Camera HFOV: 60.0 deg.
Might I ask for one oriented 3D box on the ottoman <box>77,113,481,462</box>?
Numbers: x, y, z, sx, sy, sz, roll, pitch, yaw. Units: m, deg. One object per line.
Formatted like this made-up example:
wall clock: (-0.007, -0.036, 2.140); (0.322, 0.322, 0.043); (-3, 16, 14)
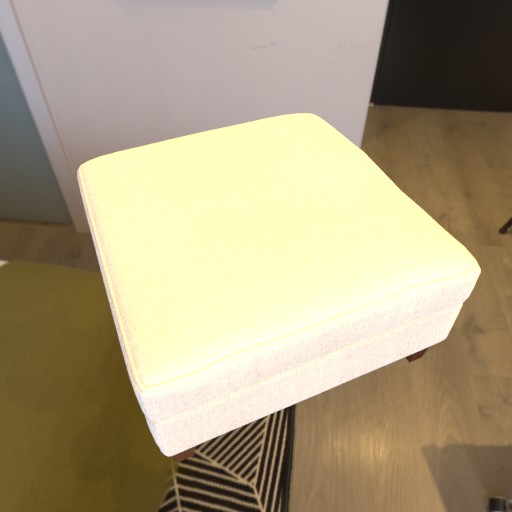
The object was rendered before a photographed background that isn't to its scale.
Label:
ottoman: (0.000, 0.000, 1.306); (0.838, 0.478, 0.838); (-17, 48, -16)
